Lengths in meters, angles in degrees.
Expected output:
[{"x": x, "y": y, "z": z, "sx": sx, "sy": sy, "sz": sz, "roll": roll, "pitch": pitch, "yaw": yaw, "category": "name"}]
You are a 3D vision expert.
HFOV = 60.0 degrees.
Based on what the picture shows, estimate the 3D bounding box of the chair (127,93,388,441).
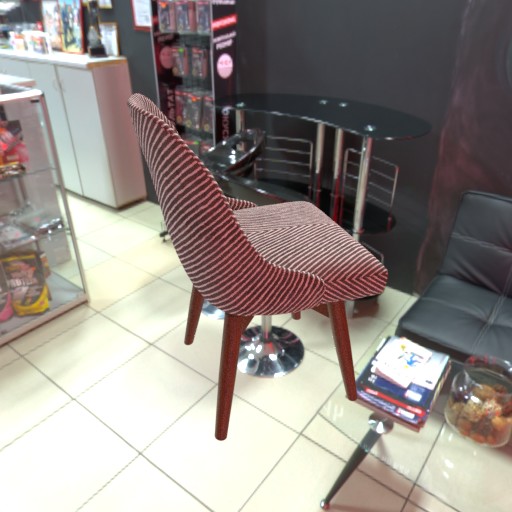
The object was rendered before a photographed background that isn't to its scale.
[{"x": 0.000, "y": 0.000, "z": 1.264, "sx": 0.591, "sy": 0.883, "sz": 0.504, "roll": -10, "pitch": 32, "yaw": -17, "category": "chair"}]
